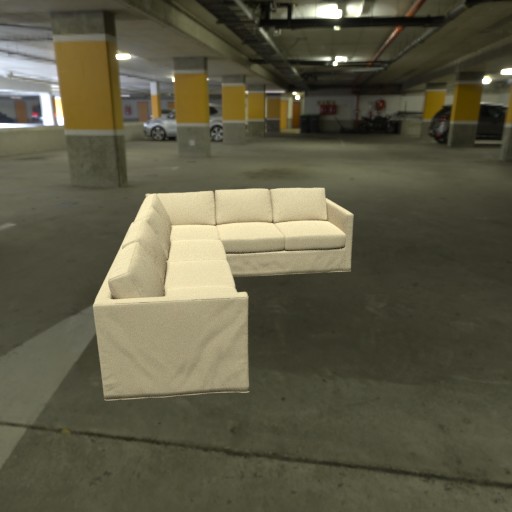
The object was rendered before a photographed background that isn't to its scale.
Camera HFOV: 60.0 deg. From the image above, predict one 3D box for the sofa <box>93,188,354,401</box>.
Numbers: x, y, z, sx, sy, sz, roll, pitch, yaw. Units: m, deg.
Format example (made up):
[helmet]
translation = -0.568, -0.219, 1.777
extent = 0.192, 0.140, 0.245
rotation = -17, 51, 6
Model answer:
[sofa]
translation = 0.000, 0.000, 4.322
extent = 2.432, 0.871, 3.182
rotation = -3, 18, -8
